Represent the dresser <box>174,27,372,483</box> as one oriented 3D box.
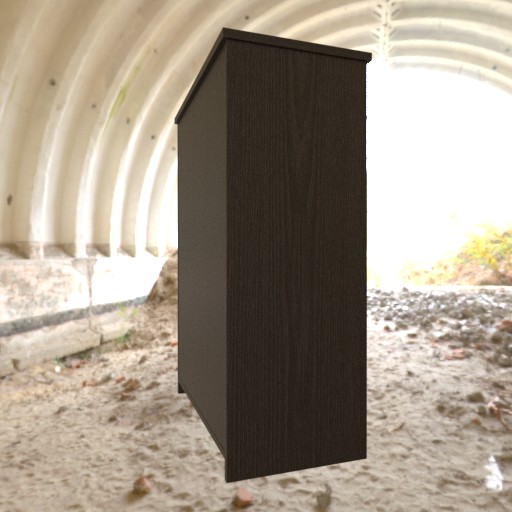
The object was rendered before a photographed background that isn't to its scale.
[{"bbox_3d":[0.000,0.000,1.384,0.399,1.020,0.704,0,0,-19],"label":"dresser"}]
